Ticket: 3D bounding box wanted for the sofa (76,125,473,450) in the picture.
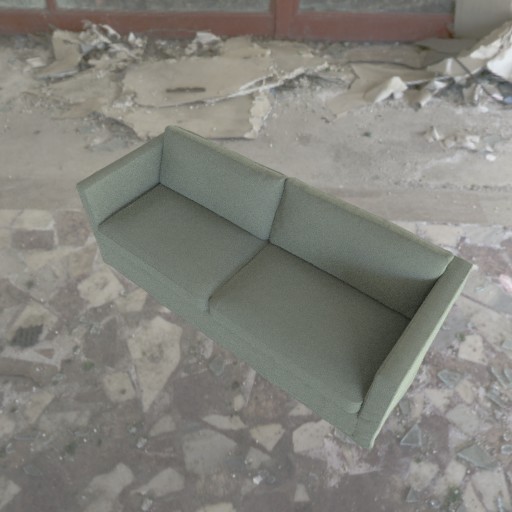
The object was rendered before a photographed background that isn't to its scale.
[{"bbox_3d":[0.000,0.000,2.836,2.312,0.853,0.962,30,54,25],"label":"sofa"}]
